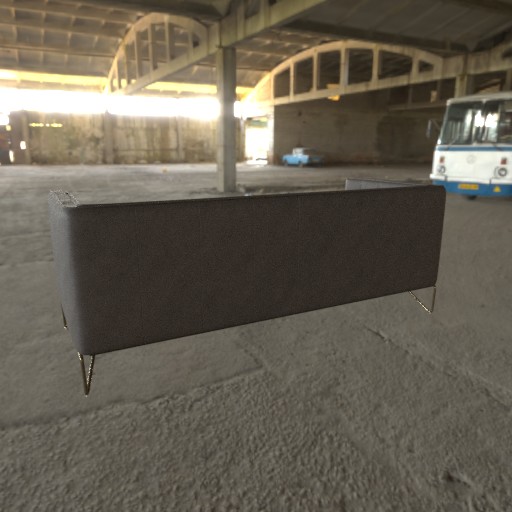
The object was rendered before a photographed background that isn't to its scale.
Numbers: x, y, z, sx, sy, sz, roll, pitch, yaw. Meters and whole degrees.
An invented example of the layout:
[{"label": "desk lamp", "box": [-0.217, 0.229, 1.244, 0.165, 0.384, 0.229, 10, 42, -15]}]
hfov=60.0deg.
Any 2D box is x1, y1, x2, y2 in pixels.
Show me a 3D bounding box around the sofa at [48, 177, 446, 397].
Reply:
[{"label": "sofa", "box": [0.000, 0.000, 2.542, 2.087, 0.789, 0.867, -7, 16, -27]}]
